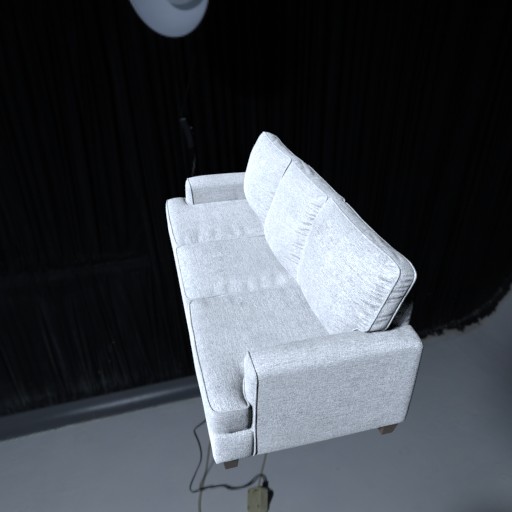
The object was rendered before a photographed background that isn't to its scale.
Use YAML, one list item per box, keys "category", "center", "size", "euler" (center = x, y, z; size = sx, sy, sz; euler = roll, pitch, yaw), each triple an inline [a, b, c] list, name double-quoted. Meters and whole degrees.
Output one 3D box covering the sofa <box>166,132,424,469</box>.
- category: "sofa"
  center: [0.000, 0.000, 2.691]
  size: [0.951, 0.965, 2.158]
  euler: [-8, 32, -12]
